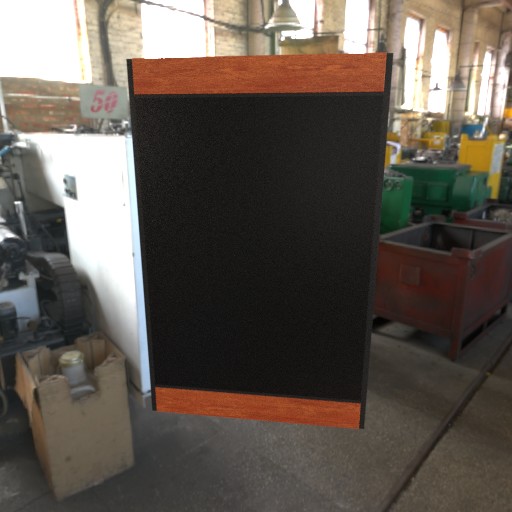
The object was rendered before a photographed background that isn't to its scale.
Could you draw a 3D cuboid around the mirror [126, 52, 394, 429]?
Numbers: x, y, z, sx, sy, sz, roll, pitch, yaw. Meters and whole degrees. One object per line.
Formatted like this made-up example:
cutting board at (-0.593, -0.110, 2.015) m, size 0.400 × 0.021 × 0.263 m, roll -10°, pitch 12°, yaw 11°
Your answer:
mirror at (0.000, 0.000, 0.996) m, size 0.525 × 0.823 × 0.047 m, roll 2°, pitch 16°, yaw 8°
